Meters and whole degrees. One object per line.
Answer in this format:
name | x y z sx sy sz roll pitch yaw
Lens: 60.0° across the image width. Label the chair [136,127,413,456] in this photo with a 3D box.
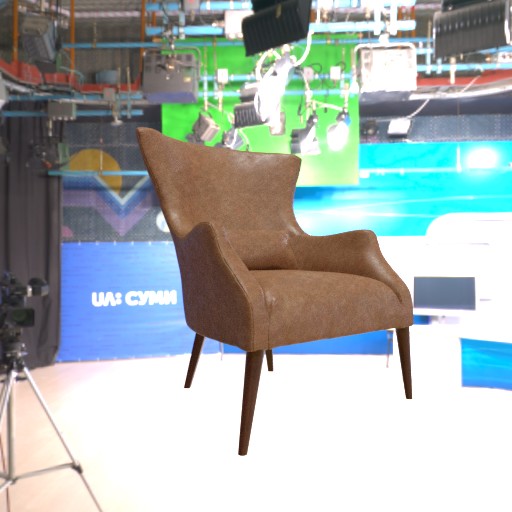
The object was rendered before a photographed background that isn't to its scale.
chair | 0.000 0.000 1.777 0.846 1.067 0.955 0 0 -37
